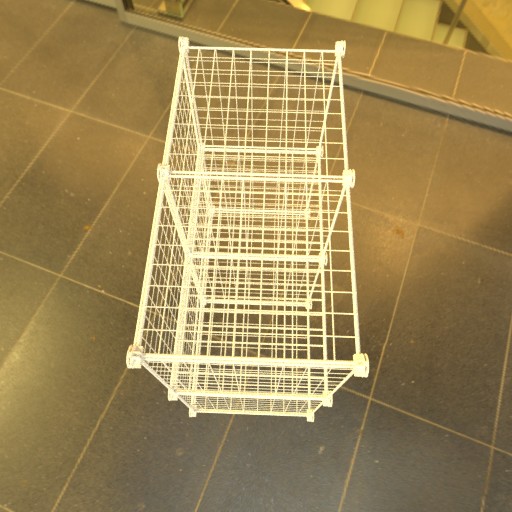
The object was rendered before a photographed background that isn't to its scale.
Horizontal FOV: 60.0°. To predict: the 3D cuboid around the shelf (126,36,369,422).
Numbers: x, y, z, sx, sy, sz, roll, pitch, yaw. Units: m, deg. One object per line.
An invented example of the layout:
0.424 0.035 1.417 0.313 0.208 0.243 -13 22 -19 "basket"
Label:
0.000 0.000 1.117 0.356 0.711 0.711 2 64 1 "shelf"
